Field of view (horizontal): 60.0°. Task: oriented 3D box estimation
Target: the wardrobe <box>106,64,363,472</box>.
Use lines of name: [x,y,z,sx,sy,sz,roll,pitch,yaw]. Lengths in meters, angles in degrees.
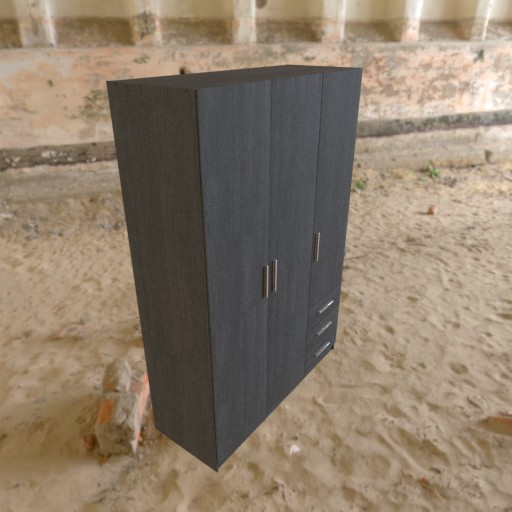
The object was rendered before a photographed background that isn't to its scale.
wardrobe: [0.000,0.000,2.501,0.510,1.910,1.290,19,32,33]
